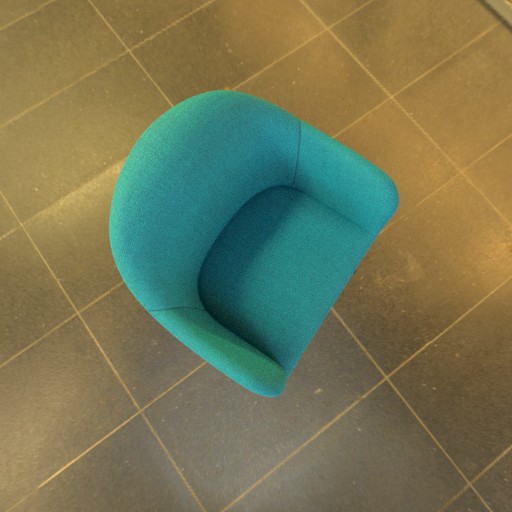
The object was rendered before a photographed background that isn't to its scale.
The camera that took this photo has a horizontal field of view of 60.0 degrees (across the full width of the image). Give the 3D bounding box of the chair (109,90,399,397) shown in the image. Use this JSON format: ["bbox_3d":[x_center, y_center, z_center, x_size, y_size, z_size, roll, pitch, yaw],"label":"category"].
[{"bbox_3d":[0.000,0.000,1.212,0.550,0.795,0.590,33,78,8],"label":"chair"}]
